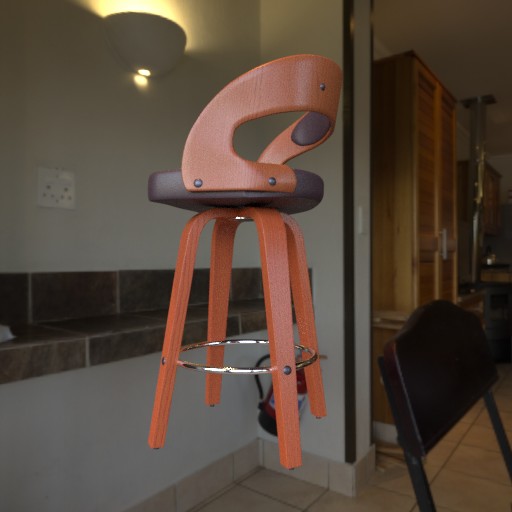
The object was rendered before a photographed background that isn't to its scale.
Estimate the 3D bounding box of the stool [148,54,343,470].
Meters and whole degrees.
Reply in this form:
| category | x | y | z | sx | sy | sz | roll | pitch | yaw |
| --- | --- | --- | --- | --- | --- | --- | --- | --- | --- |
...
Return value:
| category | x | y | z | sx | sy | sz | roll | pitch | yaw |
| --- | --- | --- | --- | --- | --- | --- | --- | --- | --- |
| stool | 0.000 | 0.000 | 1.184 | 0.457 | 0.940 | 0.457 | 0 | -1 | 18 |
